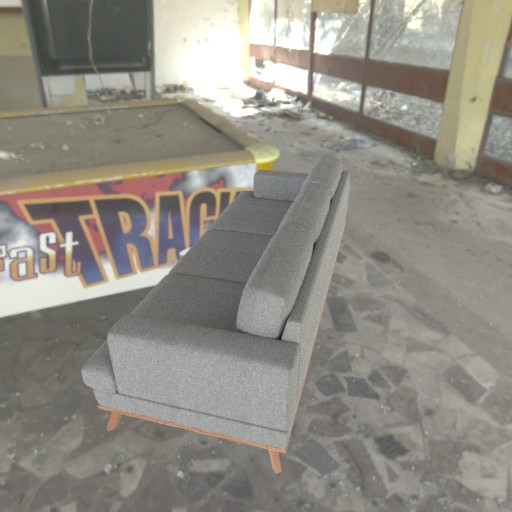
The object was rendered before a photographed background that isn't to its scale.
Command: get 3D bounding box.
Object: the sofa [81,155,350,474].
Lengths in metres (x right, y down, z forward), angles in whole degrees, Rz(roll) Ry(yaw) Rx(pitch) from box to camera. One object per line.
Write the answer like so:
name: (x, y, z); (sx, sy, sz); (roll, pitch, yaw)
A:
sofa: (0.000, 0.000, 2.736); (0.920, 0.810, 2.310); (8, 29, 14)
